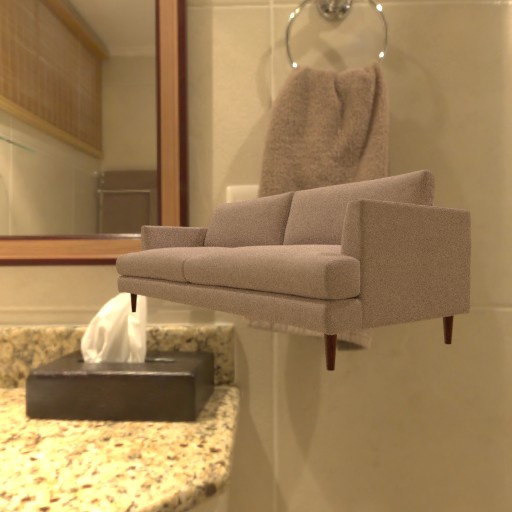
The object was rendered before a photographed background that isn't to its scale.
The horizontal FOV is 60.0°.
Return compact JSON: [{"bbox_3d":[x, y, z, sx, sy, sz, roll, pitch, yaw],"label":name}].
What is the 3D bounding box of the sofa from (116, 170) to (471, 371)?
[{"bbox_3d":[0.000,0.000,2.787,1.020,0.868,2.250,0,1,-36],"label":"sofa"}]
